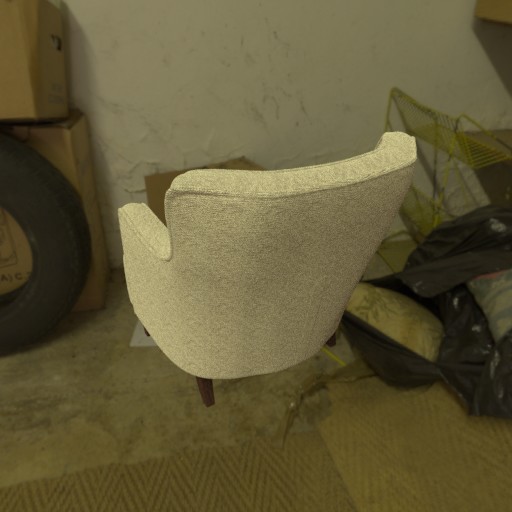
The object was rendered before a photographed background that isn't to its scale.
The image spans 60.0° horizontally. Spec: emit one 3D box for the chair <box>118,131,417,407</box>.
[{"bbox_3d":[0.000,0.000,1.653,0.820,0.920,0.910,-18,34,-29],"label":"chair"}]
